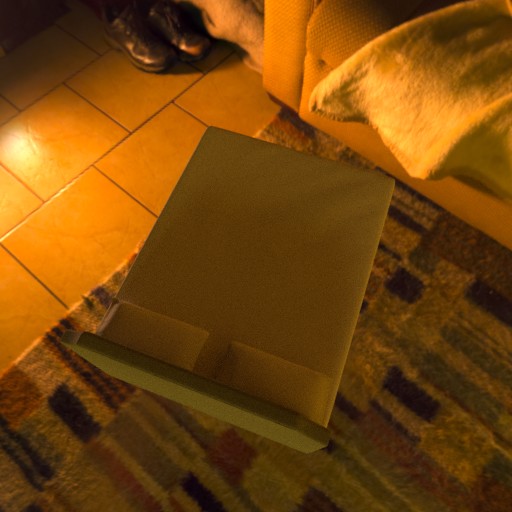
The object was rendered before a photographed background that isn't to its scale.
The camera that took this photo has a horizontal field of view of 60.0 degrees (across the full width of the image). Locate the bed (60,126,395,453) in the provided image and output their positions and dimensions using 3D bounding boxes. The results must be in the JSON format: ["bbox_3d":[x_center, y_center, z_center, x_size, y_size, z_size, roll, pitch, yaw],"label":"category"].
[{"bbox_3d":[0.000,0.000,3.642,1.977,1.306,2.464,18,65,9],"label":"bed"}]
